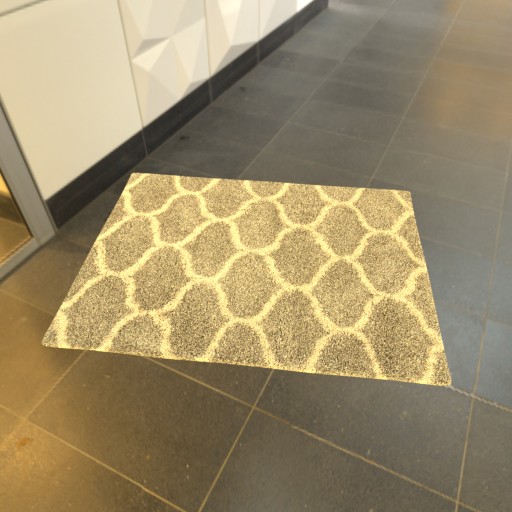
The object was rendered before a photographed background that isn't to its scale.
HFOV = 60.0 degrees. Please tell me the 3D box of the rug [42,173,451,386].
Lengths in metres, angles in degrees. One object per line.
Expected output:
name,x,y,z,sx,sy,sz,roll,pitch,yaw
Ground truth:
rug,0.000,0.000,2.128,1.600,0.025,1.200,5,45,5
